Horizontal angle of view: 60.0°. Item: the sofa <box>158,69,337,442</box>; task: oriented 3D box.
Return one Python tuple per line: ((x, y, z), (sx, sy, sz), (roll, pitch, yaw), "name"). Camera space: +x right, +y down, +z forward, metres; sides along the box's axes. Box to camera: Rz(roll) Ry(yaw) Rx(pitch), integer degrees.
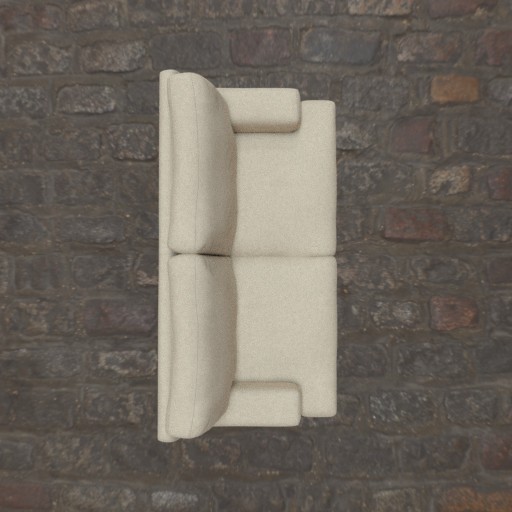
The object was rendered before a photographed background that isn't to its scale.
((0.000, 0.000, 2.490), (0.962, 0.967, 1.885), (0, 89, 1), "sofa")
